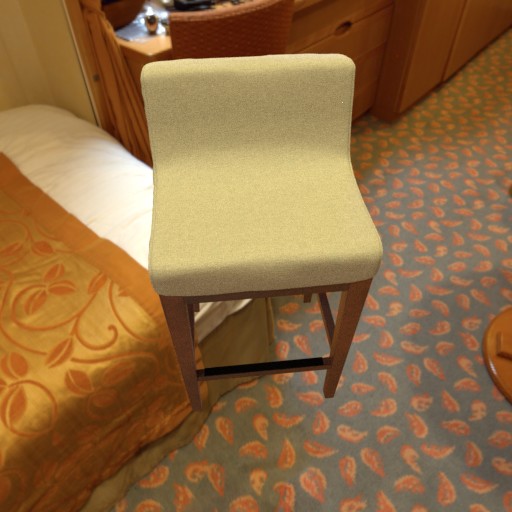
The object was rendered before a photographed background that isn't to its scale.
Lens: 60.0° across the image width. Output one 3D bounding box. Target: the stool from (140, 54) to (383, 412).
[{"bbox_3d":[0.000,0.000,1.249,0.511,0.937,0.500,-4,47,-4],"label":"stool"}]
